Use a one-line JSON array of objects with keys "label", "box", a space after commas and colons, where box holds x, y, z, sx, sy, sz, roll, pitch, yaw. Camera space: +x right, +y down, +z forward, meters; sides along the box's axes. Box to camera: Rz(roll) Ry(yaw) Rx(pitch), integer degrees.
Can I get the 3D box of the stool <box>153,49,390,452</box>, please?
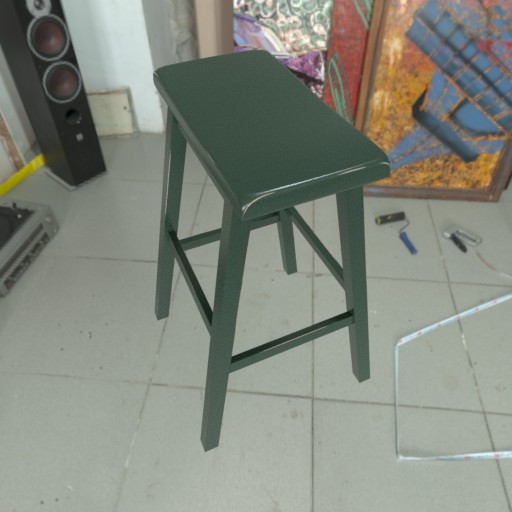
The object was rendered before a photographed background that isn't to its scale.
[{"label": "stool", "box": [0.000, 0.000, 1.016, 0.476, 0.737, 0.457, -18, 49, -16]}]
